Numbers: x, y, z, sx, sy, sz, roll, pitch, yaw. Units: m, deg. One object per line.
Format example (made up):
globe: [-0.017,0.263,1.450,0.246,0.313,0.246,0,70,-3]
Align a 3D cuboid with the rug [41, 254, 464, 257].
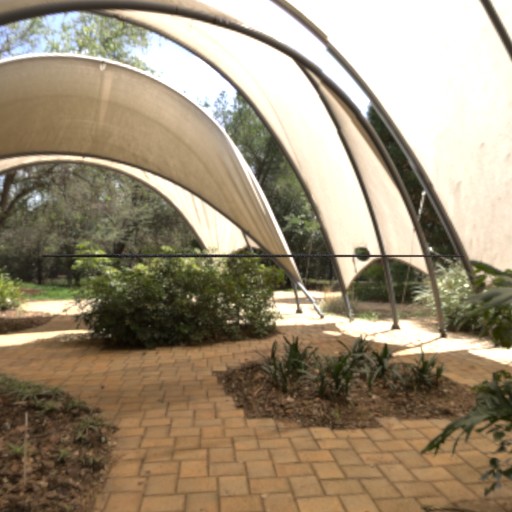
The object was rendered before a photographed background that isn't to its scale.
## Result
rug: [0.000,0.000,2.181,1.754,0.010,1.139,0,0,-35]
